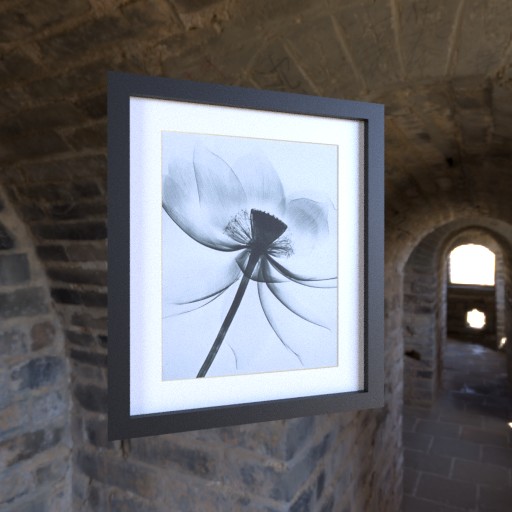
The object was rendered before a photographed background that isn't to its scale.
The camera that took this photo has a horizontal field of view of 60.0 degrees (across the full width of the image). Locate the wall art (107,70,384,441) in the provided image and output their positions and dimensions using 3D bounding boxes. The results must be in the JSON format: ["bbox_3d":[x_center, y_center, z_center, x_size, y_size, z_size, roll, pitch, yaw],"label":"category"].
[{"bbox_3d":[0.000,0.000,0.520,0.330,0.381,0.029,0,0,-18],"label":"wall art"}]
